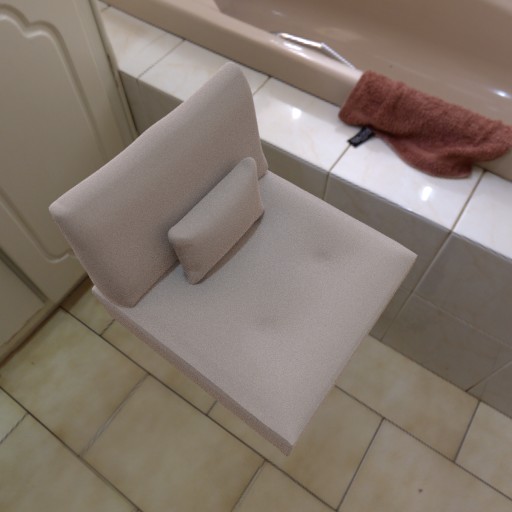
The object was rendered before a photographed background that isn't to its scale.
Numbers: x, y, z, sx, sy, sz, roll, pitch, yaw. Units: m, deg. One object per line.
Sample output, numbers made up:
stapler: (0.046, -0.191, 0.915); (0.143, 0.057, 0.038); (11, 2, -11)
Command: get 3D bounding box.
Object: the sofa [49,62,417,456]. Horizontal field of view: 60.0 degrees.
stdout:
sofa: (0.000, 0.000, 1.712); (1.000, 0.828, 0.935); (33, 64, 18)
